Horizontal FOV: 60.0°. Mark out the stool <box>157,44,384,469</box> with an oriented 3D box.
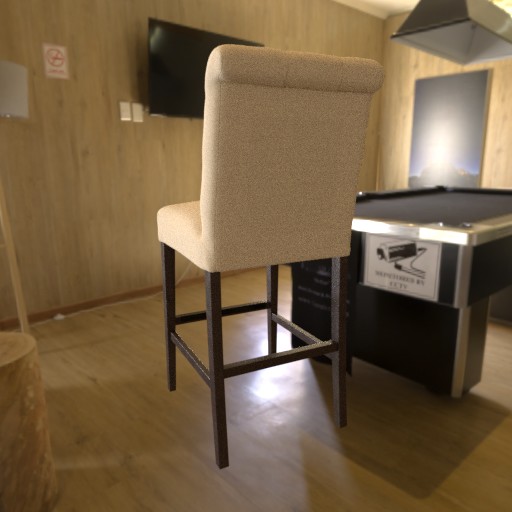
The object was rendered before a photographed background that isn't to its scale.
[{"bbox_3d":[0.000,0.000,1.421,0.482,1.118,0.610,-7,15,-26],"label":"stool"}]
